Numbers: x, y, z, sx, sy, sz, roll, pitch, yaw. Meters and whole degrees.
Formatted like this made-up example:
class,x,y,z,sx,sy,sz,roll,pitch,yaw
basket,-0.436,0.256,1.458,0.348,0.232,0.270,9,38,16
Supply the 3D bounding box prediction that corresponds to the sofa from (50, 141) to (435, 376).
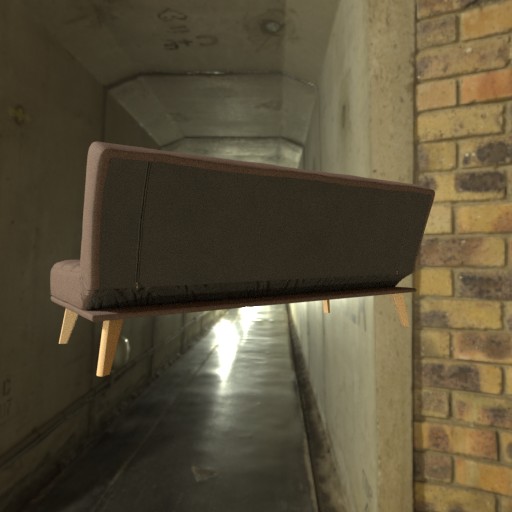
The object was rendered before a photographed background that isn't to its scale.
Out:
class,x,y,z,sx,sy,sz,roll,pitch,yaw
sofa,0.000,0.000,2.249,1.800,0.810,0.860,-1,1,-35
